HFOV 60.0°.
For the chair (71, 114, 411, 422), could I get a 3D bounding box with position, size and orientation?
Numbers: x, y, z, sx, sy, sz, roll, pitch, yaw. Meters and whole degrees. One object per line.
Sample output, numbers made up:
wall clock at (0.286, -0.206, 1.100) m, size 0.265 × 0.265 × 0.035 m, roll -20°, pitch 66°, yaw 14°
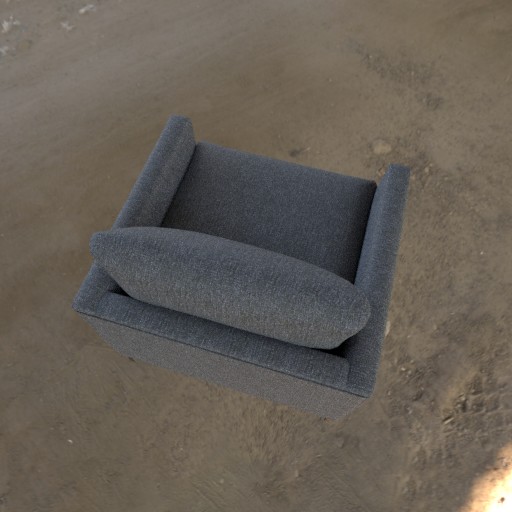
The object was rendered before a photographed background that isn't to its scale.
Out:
chair at (0.000, 0.000, 1.646) m, size 0.963 × 0.861 × 0.866 m, roll 15°, pitch 63°, yaw 8°
